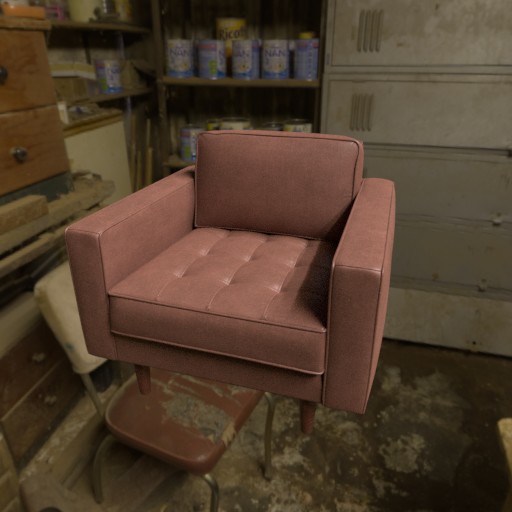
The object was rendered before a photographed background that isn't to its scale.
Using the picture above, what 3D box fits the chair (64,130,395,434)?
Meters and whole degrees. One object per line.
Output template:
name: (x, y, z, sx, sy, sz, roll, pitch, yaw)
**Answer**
chair: (0.000, 0.000, 1.562, 0.920, 0.770, 0.900, 8, 26, 16)
